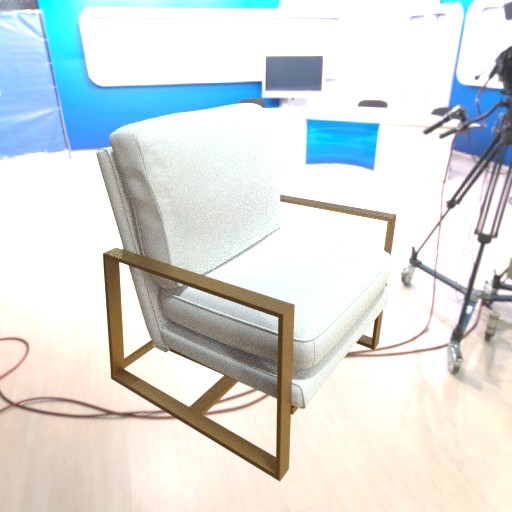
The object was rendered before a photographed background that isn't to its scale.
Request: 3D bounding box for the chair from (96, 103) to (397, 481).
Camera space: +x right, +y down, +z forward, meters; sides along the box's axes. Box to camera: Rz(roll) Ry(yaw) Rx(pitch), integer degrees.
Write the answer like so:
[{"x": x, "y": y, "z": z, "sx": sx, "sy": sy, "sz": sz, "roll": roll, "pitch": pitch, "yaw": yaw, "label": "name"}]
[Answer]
[{"x": 0.000, "y": 0.000, "z": 1.586, "sx": 0.813, "sy": 0.966, "sz": 0.805, "roll": 17, "pitch": 31, "yaw": 31, "label": "chair"}]
